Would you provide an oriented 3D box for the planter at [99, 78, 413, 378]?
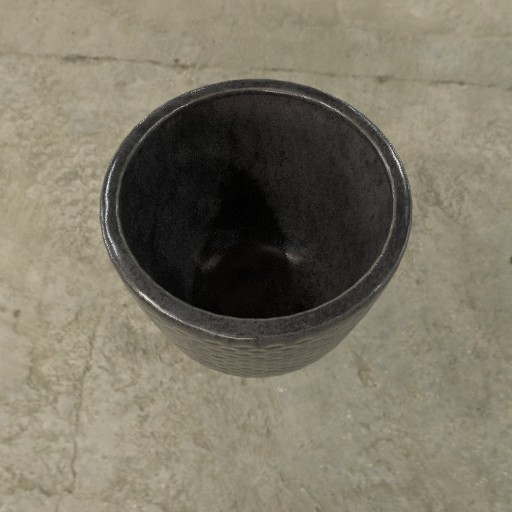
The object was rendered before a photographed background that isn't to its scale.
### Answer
[{"bbox_3d":[0.000,0.000,0.361,0.197,0.191,0.197,0,63,0],"label":"planter"}]
